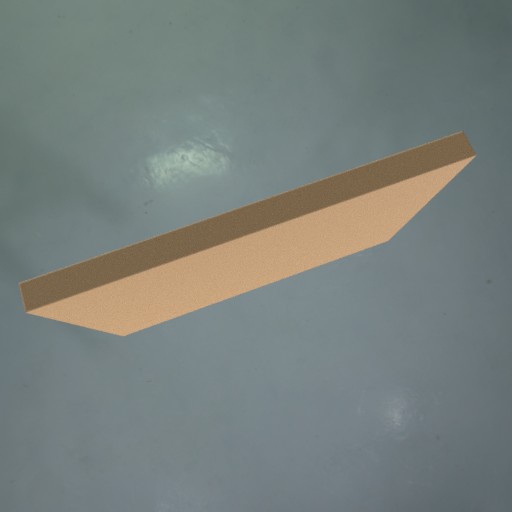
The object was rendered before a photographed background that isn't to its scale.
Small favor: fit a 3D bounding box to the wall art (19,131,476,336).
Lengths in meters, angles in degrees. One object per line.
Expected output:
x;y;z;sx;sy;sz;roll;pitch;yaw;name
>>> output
0.000;0.000;0.765;0.609;0.407;0.039;-19;77;-5;wall art
